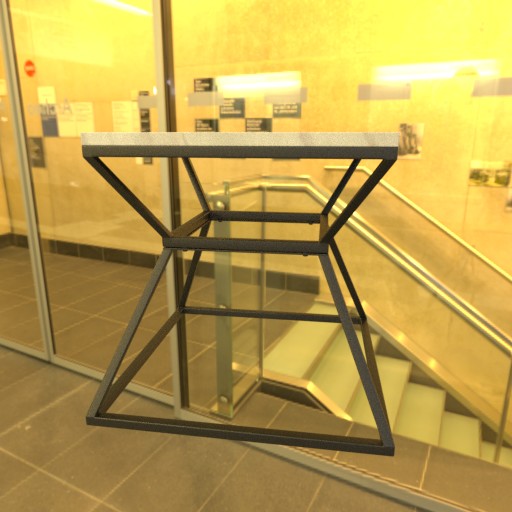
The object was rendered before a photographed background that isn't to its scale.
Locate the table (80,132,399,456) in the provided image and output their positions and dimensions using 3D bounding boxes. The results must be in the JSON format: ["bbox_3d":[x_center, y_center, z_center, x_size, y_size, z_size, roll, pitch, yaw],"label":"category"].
[{"bbox_3d":[0.000,0.000,0.802,0.455,0.431,0.455,2,16,8],"label":"table"}]
